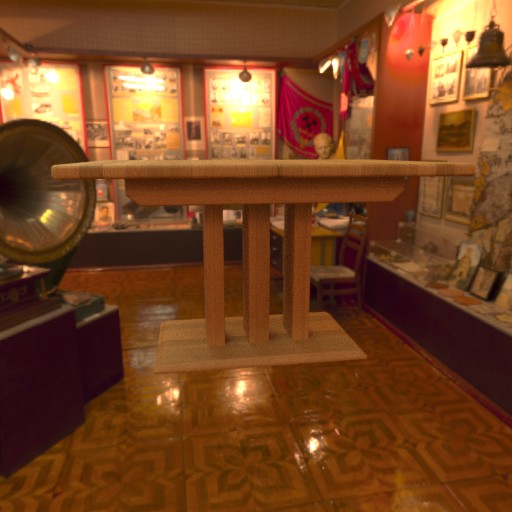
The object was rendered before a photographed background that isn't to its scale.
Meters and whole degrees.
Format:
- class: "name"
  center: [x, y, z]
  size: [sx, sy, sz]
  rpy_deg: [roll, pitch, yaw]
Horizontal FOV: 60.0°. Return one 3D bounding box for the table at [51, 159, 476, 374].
- class: "table"
  center: [0.000, 0.000, 1.847]
  size: [1.300, 0.770, 0.900]
  rpy_deg: [-2, 13, -9]
